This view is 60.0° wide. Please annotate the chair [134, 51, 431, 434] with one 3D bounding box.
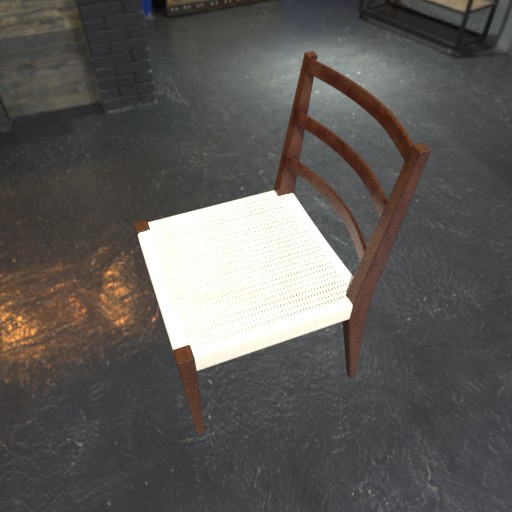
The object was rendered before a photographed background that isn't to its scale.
[{"bbox_3d":[0.000,0.000,1.168,0.551,0.813,0.480,-16,49,-15],"label":"chair"}]
